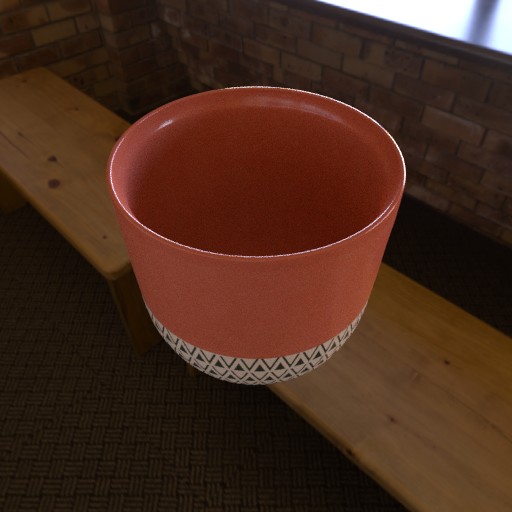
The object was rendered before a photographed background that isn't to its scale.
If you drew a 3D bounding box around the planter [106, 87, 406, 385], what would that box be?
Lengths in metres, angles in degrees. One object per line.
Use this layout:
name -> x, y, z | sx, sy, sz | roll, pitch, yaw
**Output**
planter -> 0.000, 0.000, 0.500 | 0.266, 0.270, 0.266 | 0, 46, 0
